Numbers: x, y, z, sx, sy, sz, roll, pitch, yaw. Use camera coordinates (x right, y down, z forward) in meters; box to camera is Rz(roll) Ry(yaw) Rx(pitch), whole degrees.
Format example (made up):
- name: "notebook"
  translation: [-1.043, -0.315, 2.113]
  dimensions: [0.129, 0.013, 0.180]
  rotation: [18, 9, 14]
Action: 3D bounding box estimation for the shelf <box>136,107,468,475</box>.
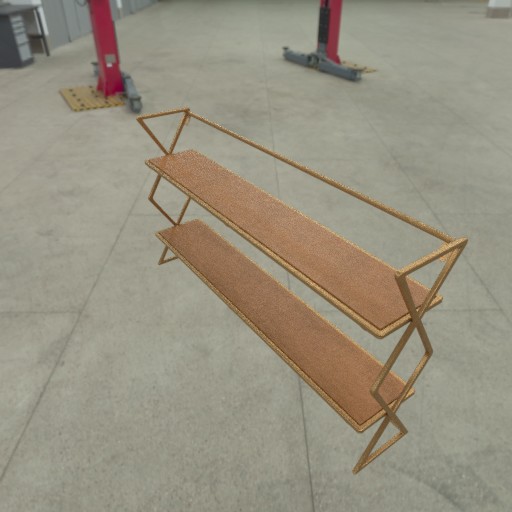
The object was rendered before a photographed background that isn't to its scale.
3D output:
- name: "shelf"
  translation: [0.000, 0.000, 0.990]
  dimensions: [0.150, 0.450, 0.822]
  rotation: [-22, 40, -29]
